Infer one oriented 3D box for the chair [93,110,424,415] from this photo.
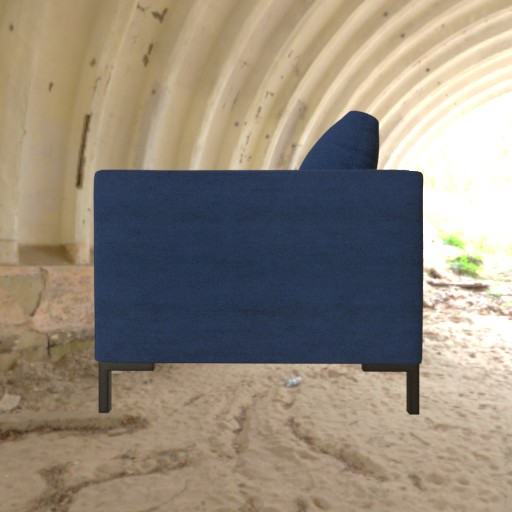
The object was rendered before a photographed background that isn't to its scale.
[{"bbox_3d":[0.000,0.000,1.589,0.875,0.812,0.964,0,0,1],"label":"chair"}]
